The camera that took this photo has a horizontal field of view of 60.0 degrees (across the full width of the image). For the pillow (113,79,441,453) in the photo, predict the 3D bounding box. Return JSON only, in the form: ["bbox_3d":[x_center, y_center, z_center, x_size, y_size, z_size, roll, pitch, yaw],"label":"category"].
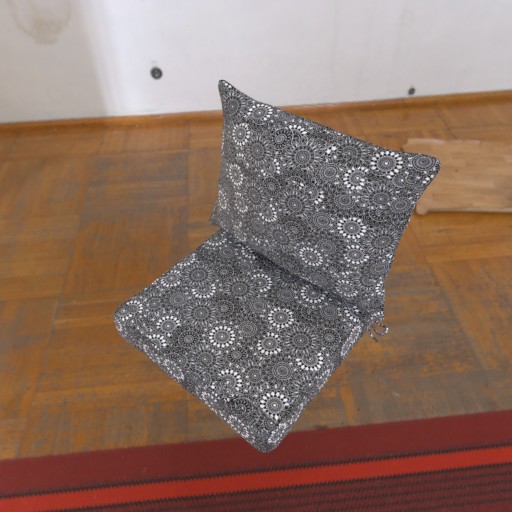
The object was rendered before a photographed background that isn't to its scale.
[{"bbox_3d":[0.000,0.000,1.383,0.798,0.722,0.740,30,53,26],"label":"pillow"}]
